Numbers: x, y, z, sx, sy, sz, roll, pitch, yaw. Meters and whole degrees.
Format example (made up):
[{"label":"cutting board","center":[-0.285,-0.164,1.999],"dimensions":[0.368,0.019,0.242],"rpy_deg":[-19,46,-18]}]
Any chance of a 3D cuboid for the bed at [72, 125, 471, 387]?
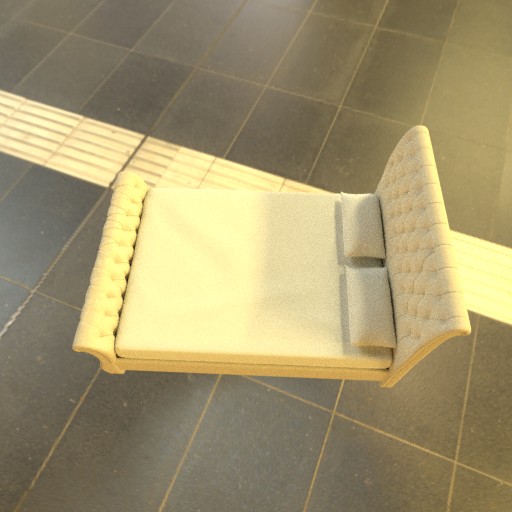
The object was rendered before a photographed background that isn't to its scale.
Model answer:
[{"label":"bed","center":[0.000,0.000,3.427],"dimensions":[2.493,1.268,1.606],"rpy_deg":[2,59,1]}]
